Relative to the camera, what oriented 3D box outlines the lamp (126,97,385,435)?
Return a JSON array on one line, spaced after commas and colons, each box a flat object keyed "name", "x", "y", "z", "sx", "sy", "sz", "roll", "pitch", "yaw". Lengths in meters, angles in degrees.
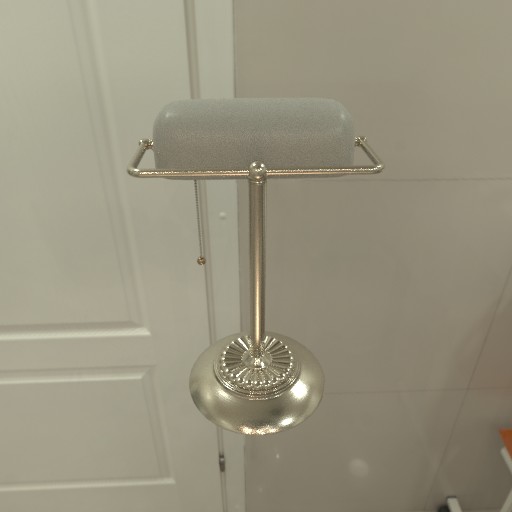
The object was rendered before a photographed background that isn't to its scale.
[{"name": "lamp", "x": 0.000, "y": 0.000, "z": 0.527, "sx": 0.264, "sy": 0.339, "sz": 0.243, "roll": -1, "pitch": 32, "yaw": -2}]
